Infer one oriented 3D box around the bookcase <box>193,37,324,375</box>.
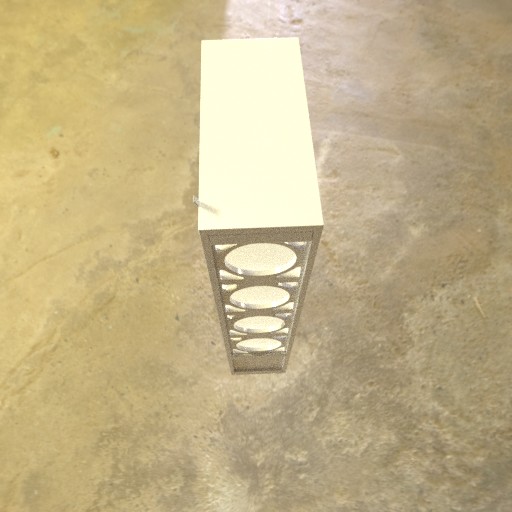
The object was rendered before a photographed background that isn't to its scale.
[{"bbox_3d":[0.000,0.000,2.145,0.361,1.869,0.761,-2,63,-1],"label":"bookcase"}]
